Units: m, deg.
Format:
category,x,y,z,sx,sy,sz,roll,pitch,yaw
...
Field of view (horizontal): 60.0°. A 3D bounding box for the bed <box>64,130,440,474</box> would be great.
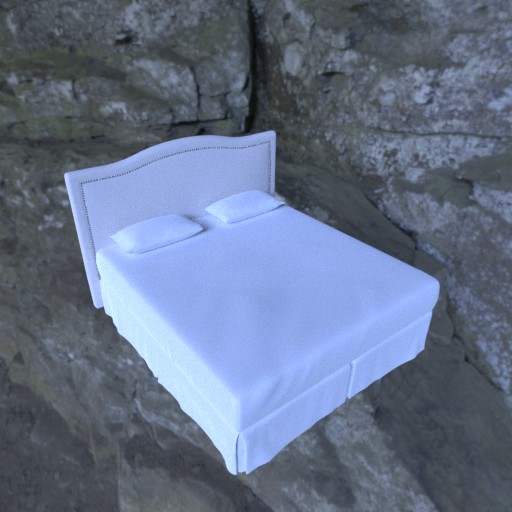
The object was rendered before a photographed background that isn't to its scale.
category,x,y,z,sx,sy,sz,roll,pitch,yaw
bed,0.000,0.000,3.518,2.083,1.421,2.182,-21,36,-32
